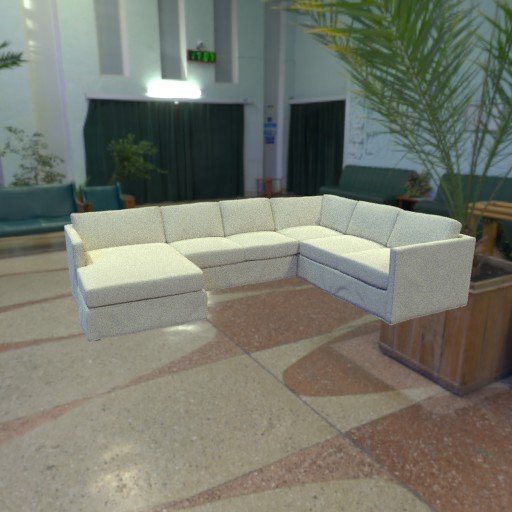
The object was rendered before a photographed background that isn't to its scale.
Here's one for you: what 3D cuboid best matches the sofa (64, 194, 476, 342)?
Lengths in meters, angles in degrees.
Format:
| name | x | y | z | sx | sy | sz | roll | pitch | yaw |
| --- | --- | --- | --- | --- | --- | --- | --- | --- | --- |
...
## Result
| name | x | y | z | sx | sy | sz | roll | pitch | yaw |
| --- | --- | --- | --- | --- | --- | --- | --- | --- | --- |
| sofa | 0.000 | 0.000 | 4.532 | 3.464 | 0.882 | 2.448 | -8 | 17 | -27 |
